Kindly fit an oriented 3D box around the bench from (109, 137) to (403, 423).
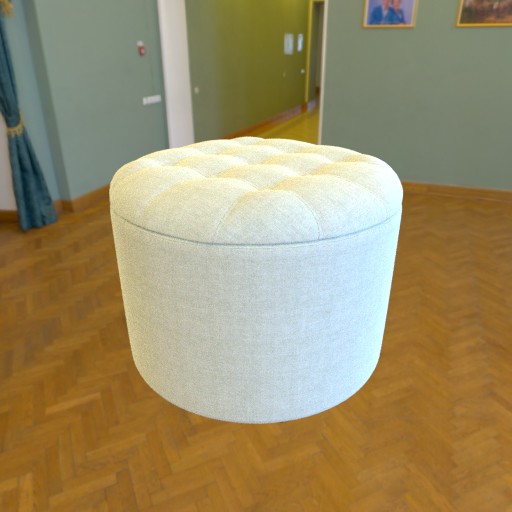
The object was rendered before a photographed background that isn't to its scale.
[{"bbox_3d":[0.000,0.000,1.010,0.600,0.453,0.600,0,26,0],"label":"bench"}]
